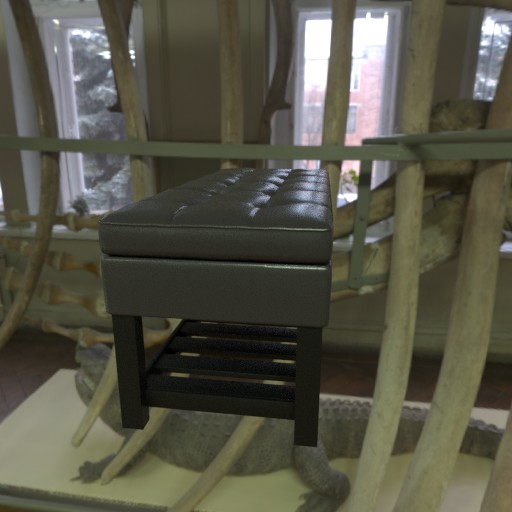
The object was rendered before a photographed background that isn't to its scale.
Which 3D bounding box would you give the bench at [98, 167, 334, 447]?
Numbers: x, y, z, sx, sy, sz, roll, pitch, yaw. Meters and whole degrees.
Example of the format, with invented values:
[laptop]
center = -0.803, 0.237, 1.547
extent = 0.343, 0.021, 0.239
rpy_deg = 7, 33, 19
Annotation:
[bench]
center = 0.000, 0.000, 1.344
extent = 0.432, 0.460, 1.105
rpy_deg = 2, 16, 8
